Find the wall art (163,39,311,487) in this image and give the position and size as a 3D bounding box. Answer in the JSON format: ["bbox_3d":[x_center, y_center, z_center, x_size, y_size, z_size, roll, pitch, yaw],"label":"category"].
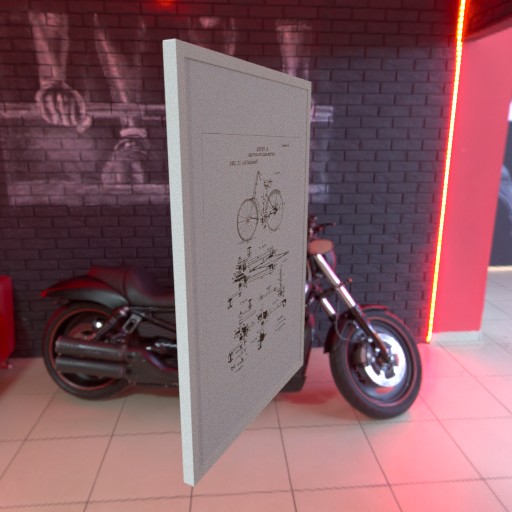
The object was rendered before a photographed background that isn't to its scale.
[{"bbox_3d":[0.000,0.000,0.600,0.015,0.477,0.332,8,16,27],"label":"wall art"}]
